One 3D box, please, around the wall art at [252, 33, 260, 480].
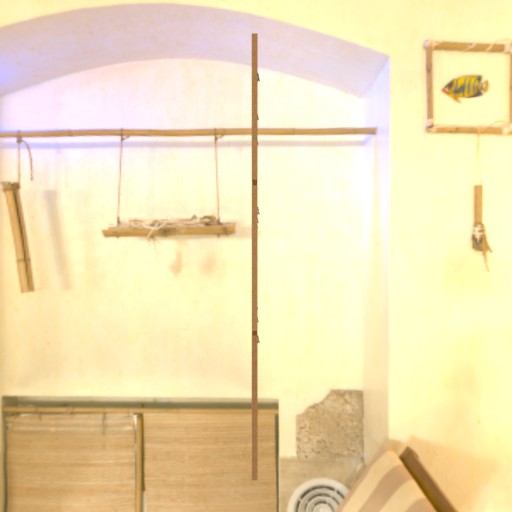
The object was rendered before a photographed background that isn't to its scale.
[{"bbox_3d":[0.000,0.000,1.362,0.018,0.913,0.915,0,0,0],"label":"wall art"}]
